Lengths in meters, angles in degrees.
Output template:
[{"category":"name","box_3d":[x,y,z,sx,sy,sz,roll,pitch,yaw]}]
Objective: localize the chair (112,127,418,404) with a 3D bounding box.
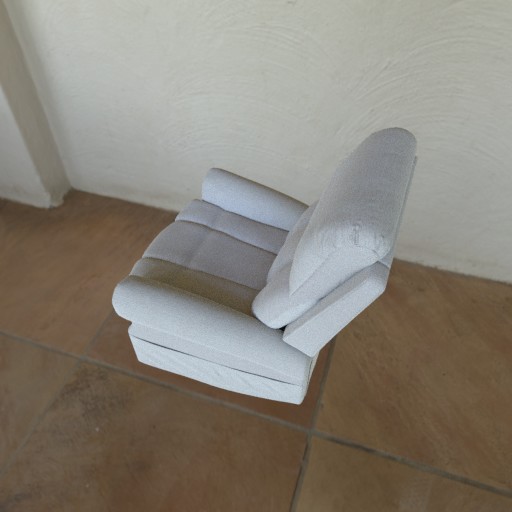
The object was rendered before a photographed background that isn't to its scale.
[{"category":"chair","box_3d":[0.000,0.000,1.757,0.979,1.031,0.871,16,48,15]}]
